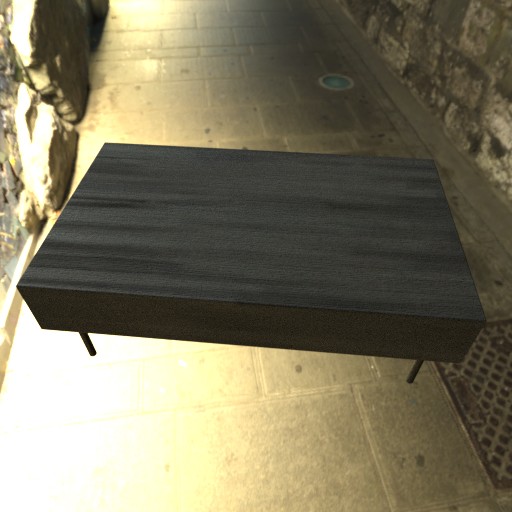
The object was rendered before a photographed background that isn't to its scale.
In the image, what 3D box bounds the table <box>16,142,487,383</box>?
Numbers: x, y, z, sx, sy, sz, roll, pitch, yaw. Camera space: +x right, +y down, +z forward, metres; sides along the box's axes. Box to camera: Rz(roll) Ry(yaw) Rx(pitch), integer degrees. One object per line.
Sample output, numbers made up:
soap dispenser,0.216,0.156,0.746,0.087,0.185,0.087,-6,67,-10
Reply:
table,0.000,0.000,1.362,1.088,0.347,0.643,4,46,4
